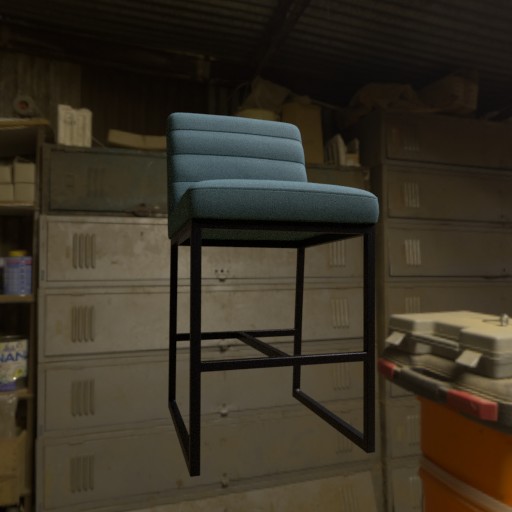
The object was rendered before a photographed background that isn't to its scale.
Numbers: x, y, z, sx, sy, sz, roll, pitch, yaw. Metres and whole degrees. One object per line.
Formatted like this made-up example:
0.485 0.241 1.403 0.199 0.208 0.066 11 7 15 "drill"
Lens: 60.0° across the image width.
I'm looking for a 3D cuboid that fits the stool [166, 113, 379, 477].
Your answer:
0.000 0.000 1.243 0.460 0.940 0.560 0 -2 -17 "stool"
